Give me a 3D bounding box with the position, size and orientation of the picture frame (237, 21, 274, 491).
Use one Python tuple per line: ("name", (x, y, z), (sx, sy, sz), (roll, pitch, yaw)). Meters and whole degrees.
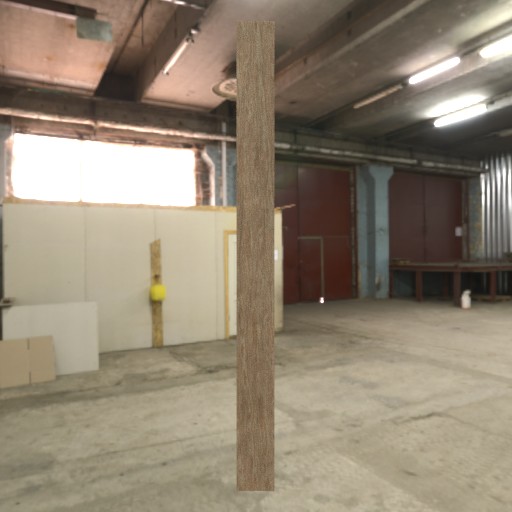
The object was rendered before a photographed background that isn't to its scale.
("picture frame", (0.000, 0.000, 0.709), (0.043, 0.526, 0.424), (0, 0, 0))
